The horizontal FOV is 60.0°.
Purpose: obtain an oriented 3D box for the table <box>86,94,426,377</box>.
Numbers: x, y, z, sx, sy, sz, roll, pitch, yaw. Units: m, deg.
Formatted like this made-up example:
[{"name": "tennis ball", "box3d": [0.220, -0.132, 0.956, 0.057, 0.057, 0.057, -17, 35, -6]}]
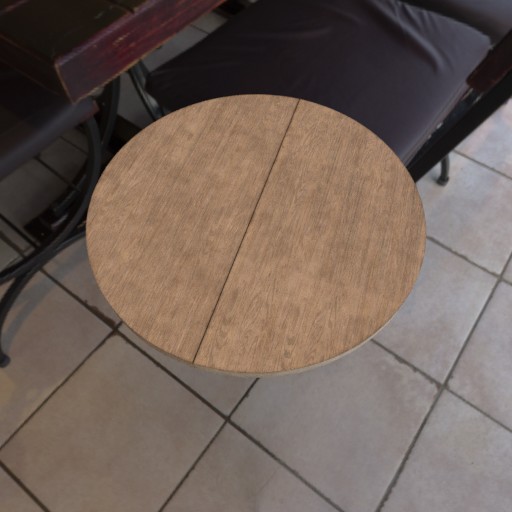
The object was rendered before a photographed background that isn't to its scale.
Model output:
[{"name": "table", "box3d": [0.000, 0.000, 2.137, 1.363, 0.781, 1.363, 0, 59, 0]}]
